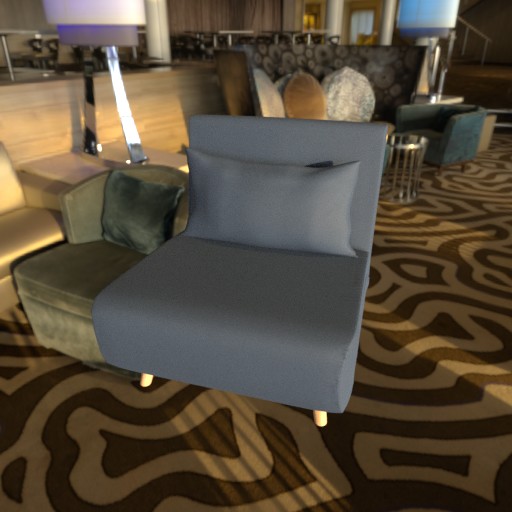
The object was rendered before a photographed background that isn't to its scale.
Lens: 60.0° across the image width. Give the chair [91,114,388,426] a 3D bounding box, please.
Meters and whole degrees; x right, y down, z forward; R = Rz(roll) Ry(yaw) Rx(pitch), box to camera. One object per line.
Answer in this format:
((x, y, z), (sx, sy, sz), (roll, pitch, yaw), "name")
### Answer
((0.000, 0.000, 1.529), (0.770, 0.808, 0.900), (8, 28, 15), "chair")
